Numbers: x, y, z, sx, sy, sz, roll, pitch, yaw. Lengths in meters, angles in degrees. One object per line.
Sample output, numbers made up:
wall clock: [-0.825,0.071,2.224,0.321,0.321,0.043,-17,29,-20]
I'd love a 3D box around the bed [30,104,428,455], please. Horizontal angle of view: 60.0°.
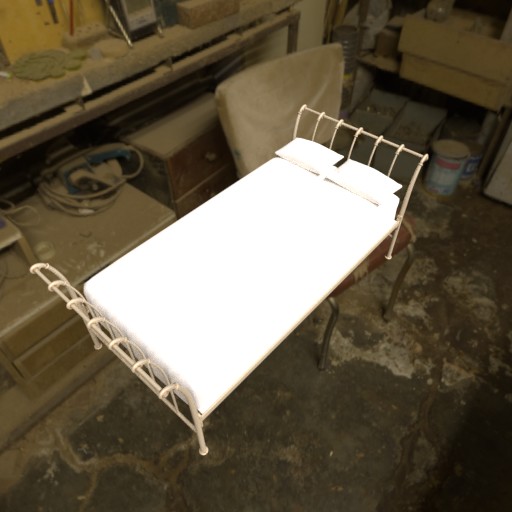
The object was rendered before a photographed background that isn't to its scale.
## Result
bed: [0.000,0.000,2.820,1.032,0.873,2.228,33,54,27]
